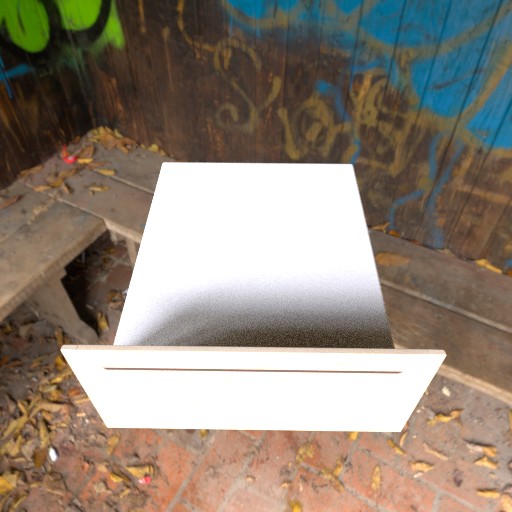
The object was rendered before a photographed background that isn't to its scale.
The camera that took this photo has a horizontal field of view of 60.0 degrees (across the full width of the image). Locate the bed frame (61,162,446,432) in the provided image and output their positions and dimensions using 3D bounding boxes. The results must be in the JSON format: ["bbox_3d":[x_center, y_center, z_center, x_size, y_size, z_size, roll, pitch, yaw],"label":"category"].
[{"bbox_3d":[0.000,0.000,3.104,1.800,0.900,2.080,1,47,1],"label":"bed frame"}]
